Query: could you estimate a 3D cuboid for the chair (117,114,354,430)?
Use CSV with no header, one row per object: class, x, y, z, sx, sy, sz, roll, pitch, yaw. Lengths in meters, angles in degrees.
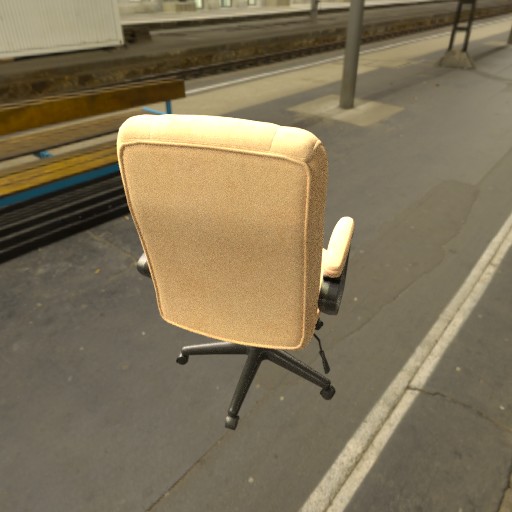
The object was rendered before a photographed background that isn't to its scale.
chair,0.000,0.000,1.540,0.667,1.105,0.724,9,33,15
